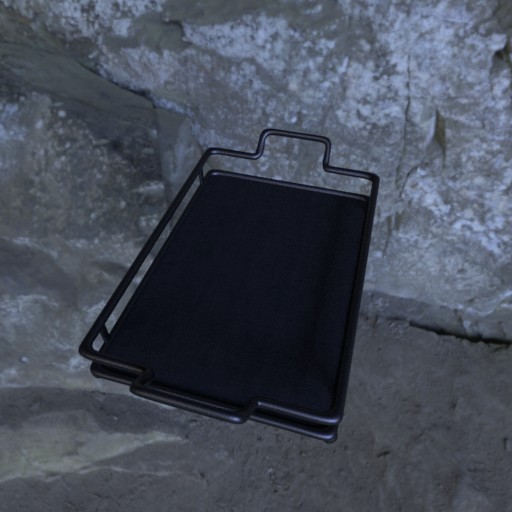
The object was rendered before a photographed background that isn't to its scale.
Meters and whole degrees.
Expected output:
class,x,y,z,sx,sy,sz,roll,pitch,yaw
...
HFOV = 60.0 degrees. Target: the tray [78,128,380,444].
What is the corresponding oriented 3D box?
class,x,y,z,sx,sy,sz,roll,pitch,yaw
tray,0.000,0.000,0.608,0.297,0.101,0.495,12,48,11
